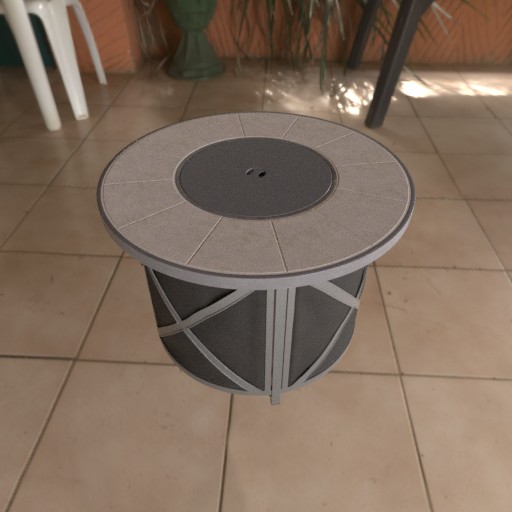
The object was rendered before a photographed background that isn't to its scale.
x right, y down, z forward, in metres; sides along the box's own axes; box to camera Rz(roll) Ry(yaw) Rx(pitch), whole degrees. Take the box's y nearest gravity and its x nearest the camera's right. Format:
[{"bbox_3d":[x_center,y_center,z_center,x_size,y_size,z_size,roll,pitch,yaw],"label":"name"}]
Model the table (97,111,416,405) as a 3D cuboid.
[{"bbox_3d":[0.000,0.000,1.528,0.914,0.650,0.914,0,40,0],"label":"table"}]
